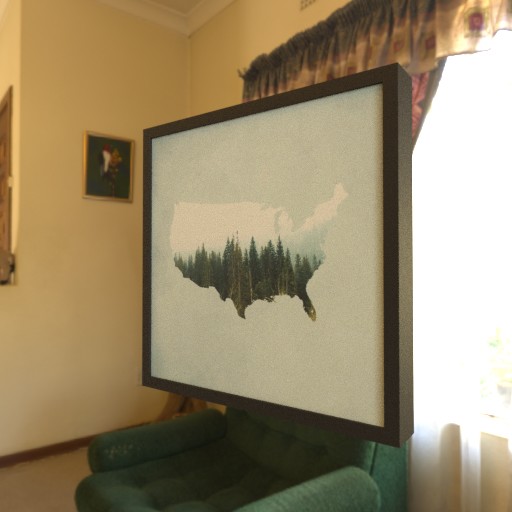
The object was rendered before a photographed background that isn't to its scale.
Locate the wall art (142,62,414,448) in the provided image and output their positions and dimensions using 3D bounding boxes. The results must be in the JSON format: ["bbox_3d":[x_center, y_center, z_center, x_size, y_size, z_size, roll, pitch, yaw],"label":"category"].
[{"bbox_3d":[0.000,0.000,0.453,0.304,0.304,0.038,-1,-1,36],"label":"wall art"}]
